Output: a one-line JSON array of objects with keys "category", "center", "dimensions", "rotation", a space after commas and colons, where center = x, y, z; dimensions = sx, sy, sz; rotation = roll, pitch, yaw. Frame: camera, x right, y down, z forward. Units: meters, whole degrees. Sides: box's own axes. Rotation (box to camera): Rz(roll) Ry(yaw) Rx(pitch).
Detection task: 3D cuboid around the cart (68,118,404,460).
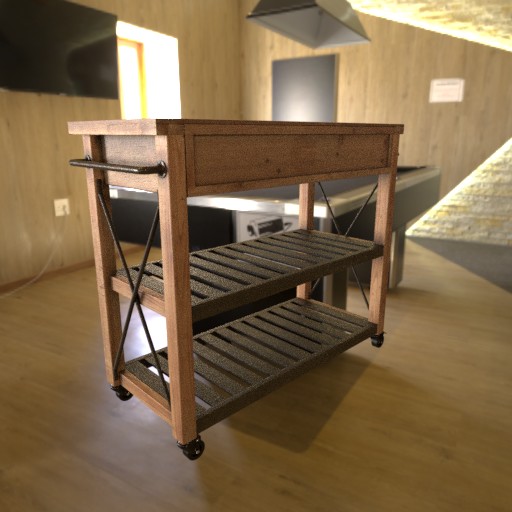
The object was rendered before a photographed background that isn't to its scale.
[{"category": "cart", "center": [0.000, 0.000, 0.964], "dimensions": [0.686, 0.554, 0.298], "rotation": [-14, 21, -42]}]
